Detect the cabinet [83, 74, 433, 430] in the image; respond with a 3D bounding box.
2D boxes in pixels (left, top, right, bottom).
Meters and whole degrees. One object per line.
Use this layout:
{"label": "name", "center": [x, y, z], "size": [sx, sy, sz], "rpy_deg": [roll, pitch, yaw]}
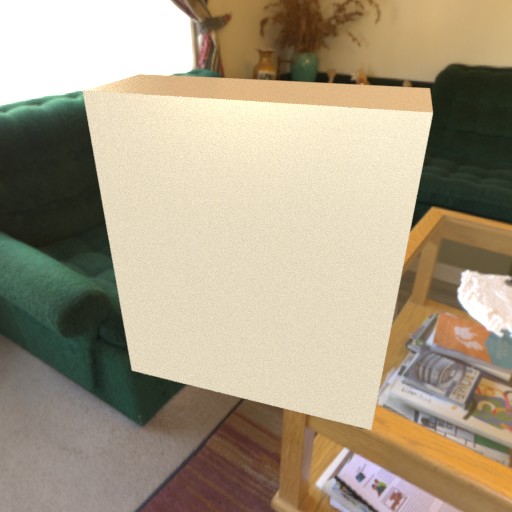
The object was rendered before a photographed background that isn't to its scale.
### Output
{"label": "cabinet", "center": [0.000, 0.000, 1.610], "size": [0.990, 1.150, 0.348], "rpy_deg": [9, 31, 15]}
